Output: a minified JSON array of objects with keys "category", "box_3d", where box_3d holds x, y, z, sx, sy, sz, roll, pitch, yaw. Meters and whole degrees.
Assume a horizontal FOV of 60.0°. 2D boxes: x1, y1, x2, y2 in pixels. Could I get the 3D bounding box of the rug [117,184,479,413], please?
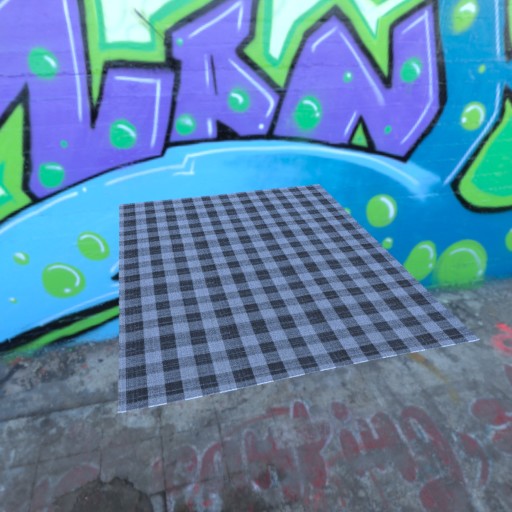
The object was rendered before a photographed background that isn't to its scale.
[{"category":"rug","box_3d":[0.000,0.000,4.058,2.432,0.013,3.021,-8,31,-13]}]
